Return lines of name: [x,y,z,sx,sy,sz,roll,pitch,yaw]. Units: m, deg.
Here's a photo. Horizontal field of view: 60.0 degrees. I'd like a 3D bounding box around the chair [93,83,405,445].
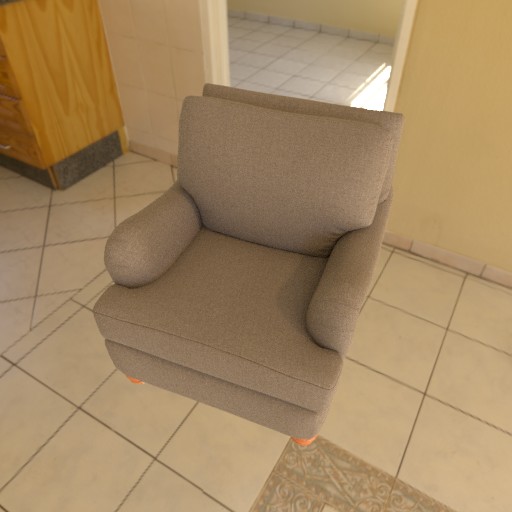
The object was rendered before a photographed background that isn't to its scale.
chair: [0.000,0.000,1.837,0.955,1.038,1.070,15,45,15]
